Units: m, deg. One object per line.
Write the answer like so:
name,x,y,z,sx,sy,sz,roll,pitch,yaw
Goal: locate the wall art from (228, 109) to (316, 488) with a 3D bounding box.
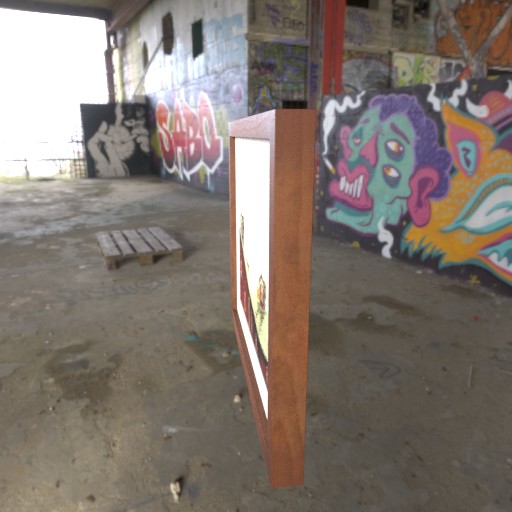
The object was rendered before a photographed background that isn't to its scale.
wall art,0.000,0.000,0.553,0.030,0.328,0.401,-2,16,-8
